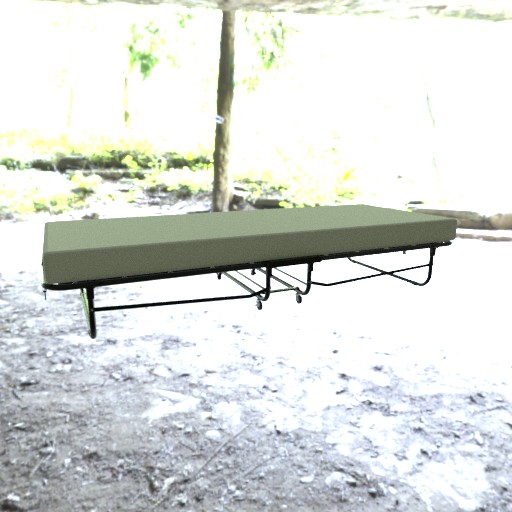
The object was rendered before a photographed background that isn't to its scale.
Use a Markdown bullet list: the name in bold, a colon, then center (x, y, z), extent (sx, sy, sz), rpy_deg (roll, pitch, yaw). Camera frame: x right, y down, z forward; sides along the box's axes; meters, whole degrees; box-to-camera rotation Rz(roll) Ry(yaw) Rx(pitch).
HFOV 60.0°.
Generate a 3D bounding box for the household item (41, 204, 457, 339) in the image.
- **household item**: center (0.000, 0.000, 2.175), extent (1.905, 0.356, 0.787), rpy_deg (-6, 14, -24)
